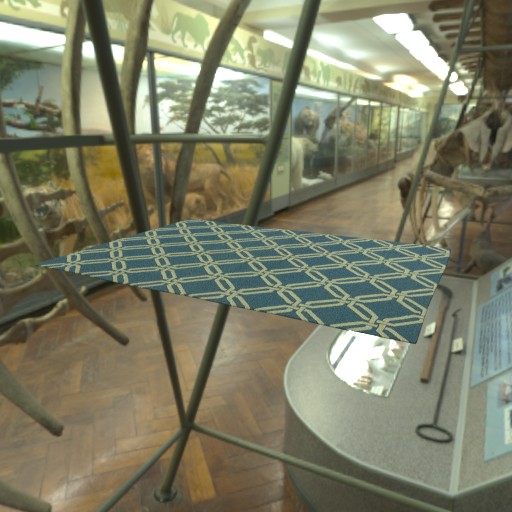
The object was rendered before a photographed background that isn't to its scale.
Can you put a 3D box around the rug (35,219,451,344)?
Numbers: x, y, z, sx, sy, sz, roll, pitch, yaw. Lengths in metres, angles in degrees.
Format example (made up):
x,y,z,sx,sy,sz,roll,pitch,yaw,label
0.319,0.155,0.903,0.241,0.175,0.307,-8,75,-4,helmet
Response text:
x,y,z,sx,sy,sz,roll,pitch,yaw,label
0.000,0.000,2.745,2.135,0.013,1.524,8,18,26,rug
